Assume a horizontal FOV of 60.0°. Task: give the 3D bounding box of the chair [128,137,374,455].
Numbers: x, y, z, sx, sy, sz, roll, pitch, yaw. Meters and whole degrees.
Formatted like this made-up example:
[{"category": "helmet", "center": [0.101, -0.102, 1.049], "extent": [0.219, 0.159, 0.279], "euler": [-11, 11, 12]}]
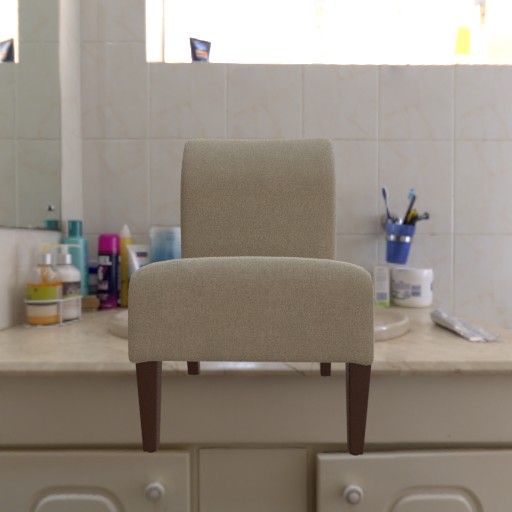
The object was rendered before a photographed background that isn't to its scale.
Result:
[{"category": "chair", "center": [0.000, 0.000, 1.273], "extent": [0.521, 0.833, 0.754], "euler": [0, 1, 2]}]
